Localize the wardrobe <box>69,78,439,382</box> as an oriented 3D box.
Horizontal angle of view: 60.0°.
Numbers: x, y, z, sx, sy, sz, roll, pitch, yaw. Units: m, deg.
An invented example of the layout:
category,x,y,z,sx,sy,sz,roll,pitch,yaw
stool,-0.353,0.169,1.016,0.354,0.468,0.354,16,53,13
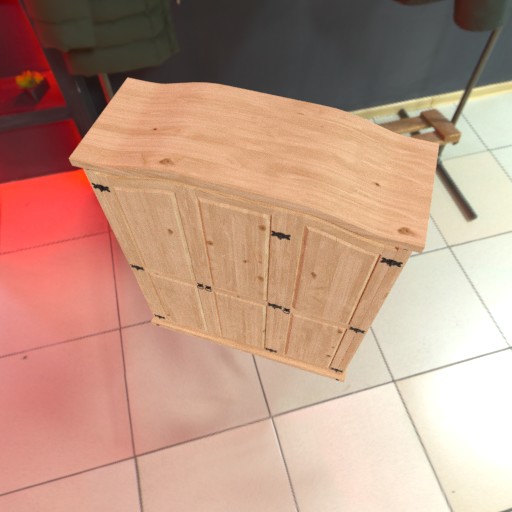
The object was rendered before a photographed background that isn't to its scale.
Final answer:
category,x,y,z,sx,sy,sz,roll,pitch,yaw
wardrobe,0.000,0.000,2.646,1.500,1.870,0.570,15,60,9
